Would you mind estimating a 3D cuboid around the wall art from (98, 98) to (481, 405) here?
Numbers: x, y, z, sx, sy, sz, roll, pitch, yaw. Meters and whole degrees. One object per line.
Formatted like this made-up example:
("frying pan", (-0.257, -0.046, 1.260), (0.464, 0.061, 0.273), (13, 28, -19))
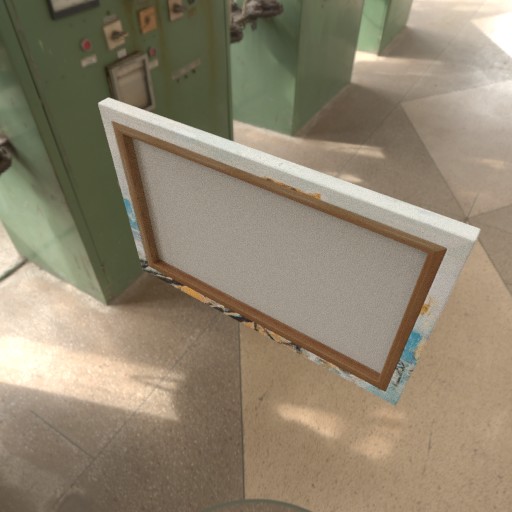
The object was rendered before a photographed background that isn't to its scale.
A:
("wall art", (0.000, 0.000, 1.152), (0.913, 0.609, 0.038), (25, 50, 22))
